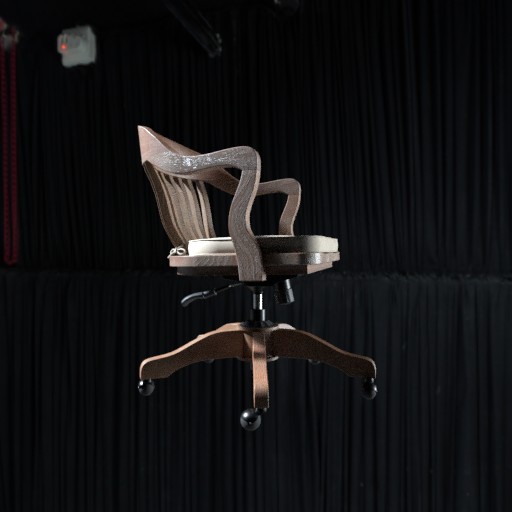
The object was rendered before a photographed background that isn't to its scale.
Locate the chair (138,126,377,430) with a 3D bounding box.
[{"bbox_3d":[0.000,0.000,1.486,0.788,0.878,0.750,0,1,17],"label":"chair"}]
